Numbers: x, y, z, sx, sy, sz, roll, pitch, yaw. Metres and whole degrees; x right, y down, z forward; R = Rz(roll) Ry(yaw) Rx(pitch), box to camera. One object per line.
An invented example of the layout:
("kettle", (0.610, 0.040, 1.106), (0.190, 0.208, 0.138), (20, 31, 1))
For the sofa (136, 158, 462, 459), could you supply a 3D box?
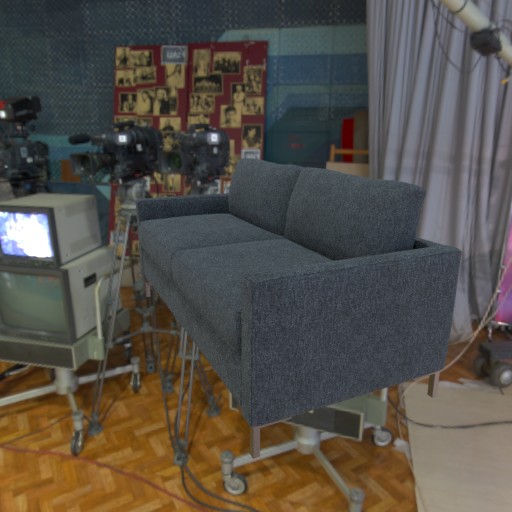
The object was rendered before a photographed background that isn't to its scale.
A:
("sofa", (0.000, 0.000, 2.205), (0.866, 0.862, 1.716), (-8, 18, -25))
